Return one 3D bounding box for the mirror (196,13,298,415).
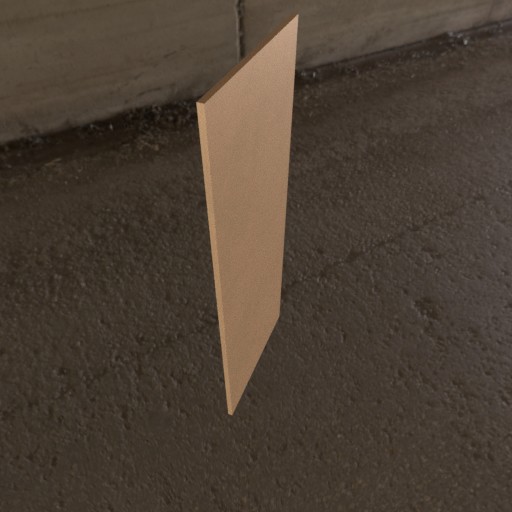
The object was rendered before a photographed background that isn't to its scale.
[{"bbox_3d":[0.000,0.000,2.253,0.026,2.031,0.812,17,48,16],"label":"mirror"}]
